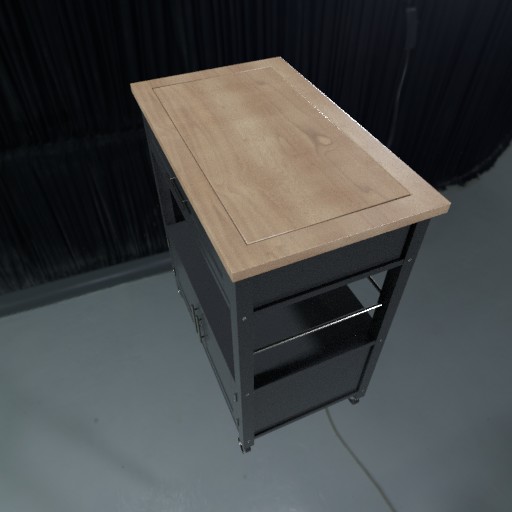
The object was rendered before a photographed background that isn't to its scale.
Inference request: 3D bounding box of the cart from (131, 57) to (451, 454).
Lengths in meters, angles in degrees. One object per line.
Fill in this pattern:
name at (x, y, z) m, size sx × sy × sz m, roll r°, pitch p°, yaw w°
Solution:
cart at (0.000, 0.000, 1.386) m, size 0.459 × 0.901 × 0.840 m, roll -17°, pitch 48°, yaw -16°
